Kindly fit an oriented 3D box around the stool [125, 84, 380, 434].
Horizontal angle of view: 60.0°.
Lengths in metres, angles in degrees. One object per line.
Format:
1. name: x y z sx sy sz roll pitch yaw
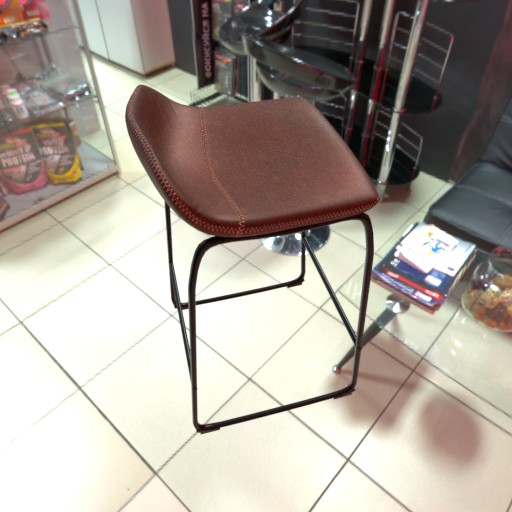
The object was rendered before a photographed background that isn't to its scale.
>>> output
1. stool: 0.000 0.000 1.103 0.473 0.830 0.454 -11 47 -11
